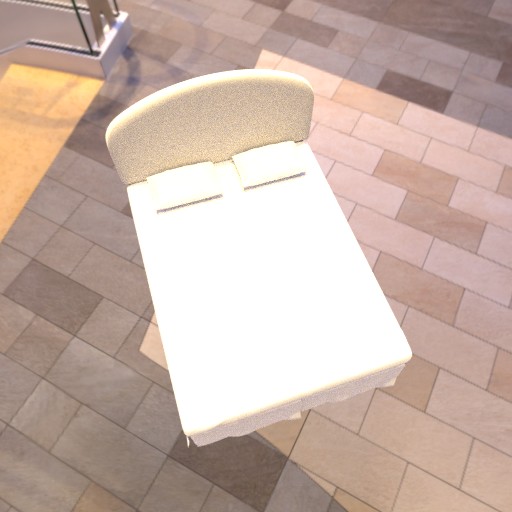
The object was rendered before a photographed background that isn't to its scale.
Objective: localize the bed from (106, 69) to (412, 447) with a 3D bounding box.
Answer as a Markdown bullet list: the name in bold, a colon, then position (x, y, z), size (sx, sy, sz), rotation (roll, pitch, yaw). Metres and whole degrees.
- **bed**: position (0.000, 0.000, 3.016), size (1.607, 1.410, 2.005), rotation (-16, 63, -8)
